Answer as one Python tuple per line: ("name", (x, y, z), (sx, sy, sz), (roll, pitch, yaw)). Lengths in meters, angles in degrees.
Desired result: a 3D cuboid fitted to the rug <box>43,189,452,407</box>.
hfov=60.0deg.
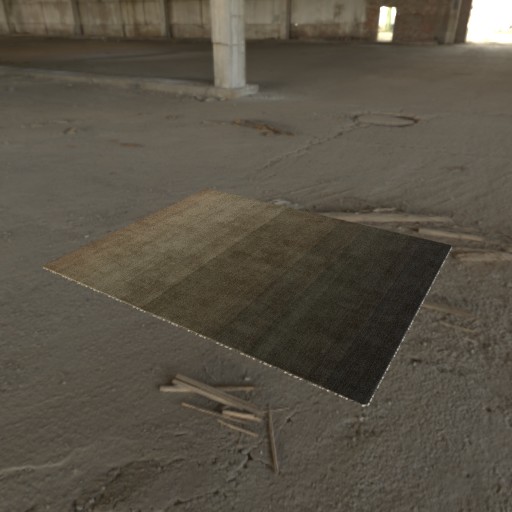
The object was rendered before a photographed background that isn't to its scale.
("rug", (0.000, 0.000, 3.968), (2.902, 0.017, 2.306), (17, 33, 28))
